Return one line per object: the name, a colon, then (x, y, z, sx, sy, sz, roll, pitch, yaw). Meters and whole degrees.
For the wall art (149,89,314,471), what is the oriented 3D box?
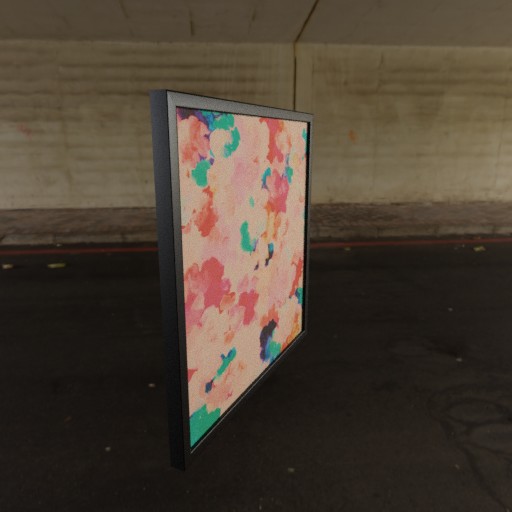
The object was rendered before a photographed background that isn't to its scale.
wall art: (0.000, 0.000, 1.172, 0.036, 0.755, 0.756, 7, 16, 25)
